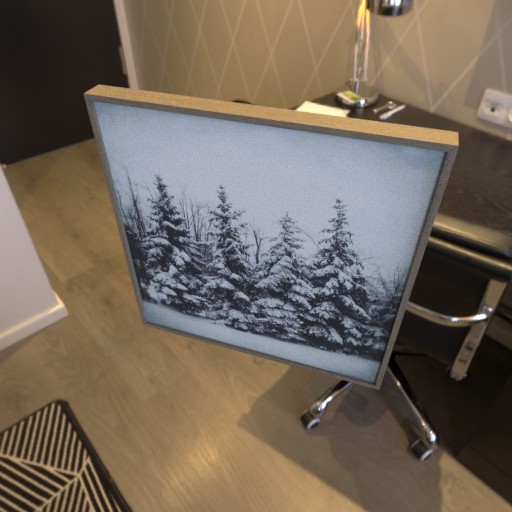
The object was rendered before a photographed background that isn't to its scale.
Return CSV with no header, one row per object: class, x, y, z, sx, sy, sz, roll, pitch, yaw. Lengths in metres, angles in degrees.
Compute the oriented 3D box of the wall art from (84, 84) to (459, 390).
wall art,0.000,0.000,0.753,0.507,0.507,0.037,12,42,14
